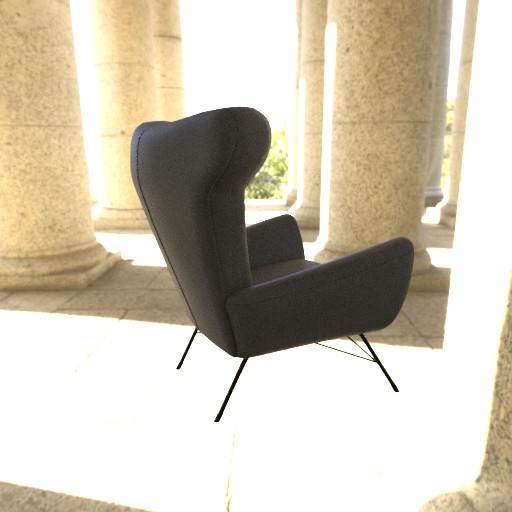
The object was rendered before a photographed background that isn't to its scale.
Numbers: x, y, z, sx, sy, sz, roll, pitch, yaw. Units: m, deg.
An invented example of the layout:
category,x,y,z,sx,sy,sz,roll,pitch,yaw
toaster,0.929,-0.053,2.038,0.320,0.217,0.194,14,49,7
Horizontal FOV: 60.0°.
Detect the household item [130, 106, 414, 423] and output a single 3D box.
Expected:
category,x,y,z,sx,sy,sz,roll,pitch,yaw
household item,0.000,0.000,1.755,0.900,1.050,0.980,-7,15,-27
